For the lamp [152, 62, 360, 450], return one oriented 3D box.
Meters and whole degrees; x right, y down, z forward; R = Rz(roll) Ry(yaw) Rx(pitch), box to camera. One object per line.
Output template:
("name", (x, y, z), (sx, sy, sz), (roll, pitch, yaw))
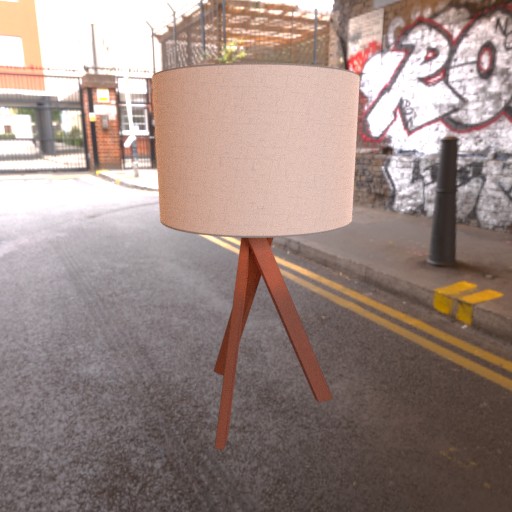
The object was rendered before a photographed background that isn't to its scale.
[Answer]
("lamp", (0.000, 0.000, 0.919), (0.380, 0.686, 0.380), (3, 15, 10))
